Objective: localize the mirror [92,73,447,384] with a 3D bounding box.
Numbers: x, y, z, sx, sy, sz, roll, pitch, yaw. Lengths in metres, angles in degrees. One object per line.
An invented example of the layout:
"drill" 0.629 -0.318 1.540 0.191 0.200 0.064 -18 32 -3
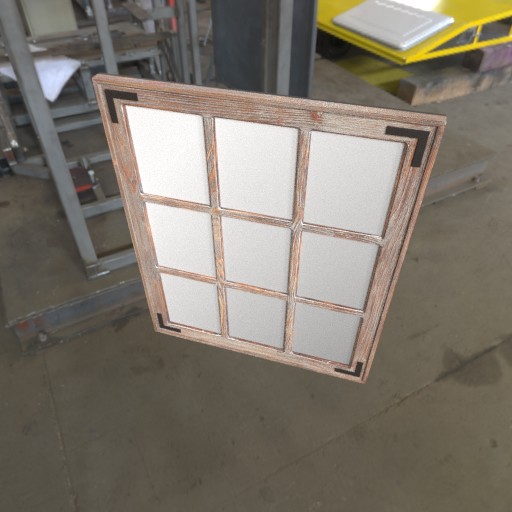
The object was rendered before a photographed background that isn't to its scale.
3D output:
"mirror" 0.000 0.000 1.190 0.730 0.882 0.032 11 44 12
